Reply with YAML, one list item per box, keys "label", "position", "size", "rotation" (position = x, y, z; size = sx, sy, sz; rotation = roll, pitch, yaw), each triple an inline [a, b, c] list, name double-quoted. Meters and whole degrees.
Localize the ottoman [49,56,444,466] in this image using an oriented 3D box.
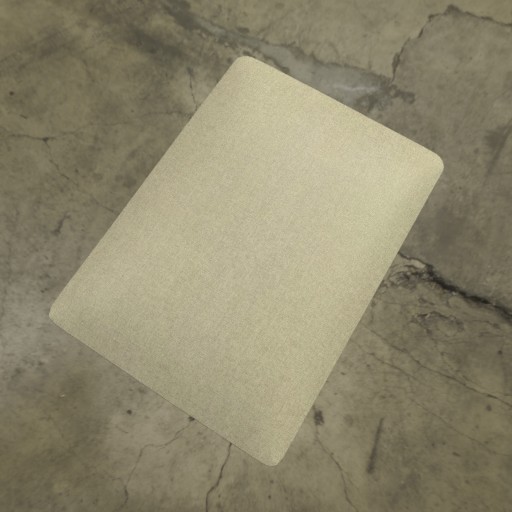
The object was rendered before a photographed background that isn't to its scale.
- label: "ottoman"
  position: [0.000, 0.000, 1.235]
  size: [0.619, 0.504, 0.843]
  rotation: [31, 77, 8]
